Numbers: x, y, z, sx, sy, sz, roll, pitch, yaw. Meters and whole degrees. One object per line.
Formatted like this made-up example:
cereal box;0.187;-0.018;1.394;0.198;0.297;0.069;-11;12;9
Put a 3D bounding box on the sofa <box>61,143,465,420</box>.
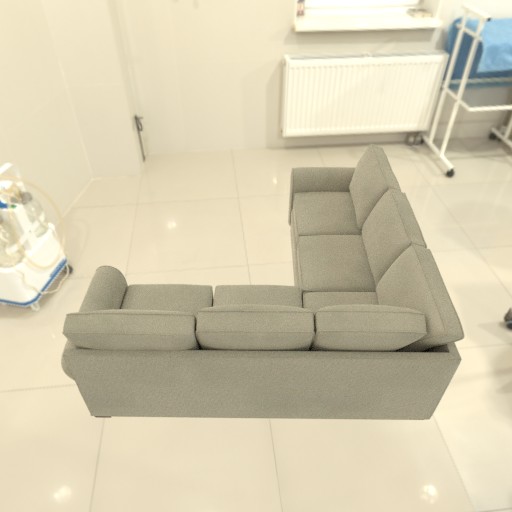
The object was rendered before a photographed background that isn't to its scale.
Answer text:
sofa;0.000;0.000;3.829;2.562;1.053;2.487;0;42;0
